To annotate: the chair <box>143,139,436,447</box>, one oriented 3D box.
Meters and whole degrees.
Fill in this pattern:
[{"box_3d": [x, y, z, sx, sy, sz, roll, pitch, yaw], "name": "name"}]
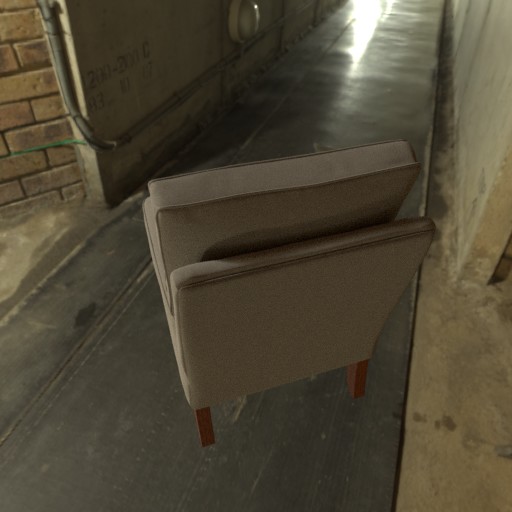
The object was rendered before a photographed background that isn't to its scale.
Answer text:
[{"box_3d": [0.000, 0.000, 1.622, 0.724, 1.045, 0.924, -12, 42, -14], "name": "chair"}]
